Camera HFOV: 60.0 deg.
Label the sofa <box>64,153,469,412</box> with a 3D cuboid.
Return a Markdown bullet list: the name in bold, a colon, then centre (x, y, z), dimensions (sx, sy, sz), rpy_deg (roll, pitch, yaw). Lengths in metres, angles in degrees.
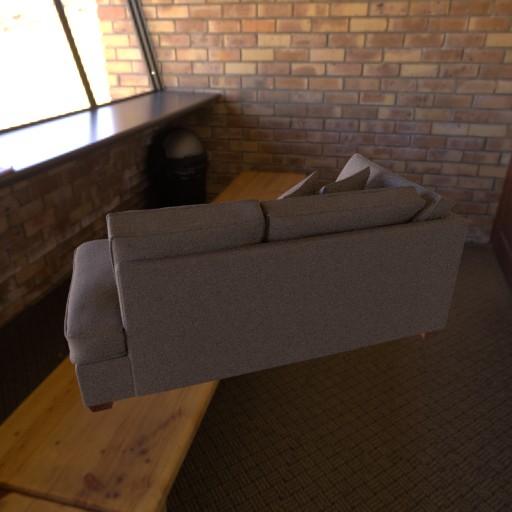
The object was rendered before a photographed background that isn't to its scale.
- **sofa**: centre (0.000, 0.000, 2.818), dimensions (2.237, 1.033, 1.110), rpy_deg (-8, 27, -16)
